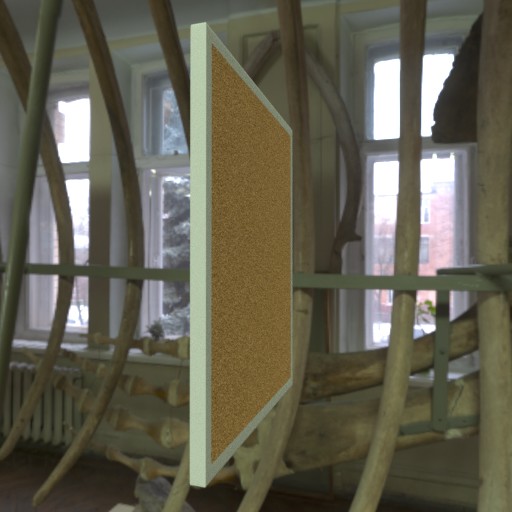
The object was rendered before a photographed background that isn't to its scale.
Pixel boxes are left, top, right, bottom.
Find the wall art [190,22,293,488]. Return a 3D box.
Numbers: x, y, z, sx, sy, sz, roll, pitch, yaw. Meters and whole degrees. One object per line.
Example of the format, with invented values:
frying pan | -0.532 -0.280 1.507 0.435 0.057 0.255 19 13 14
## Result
wall art | 0.000 0.000 0.724 0.020 0.536 0.444 0 -1 18
